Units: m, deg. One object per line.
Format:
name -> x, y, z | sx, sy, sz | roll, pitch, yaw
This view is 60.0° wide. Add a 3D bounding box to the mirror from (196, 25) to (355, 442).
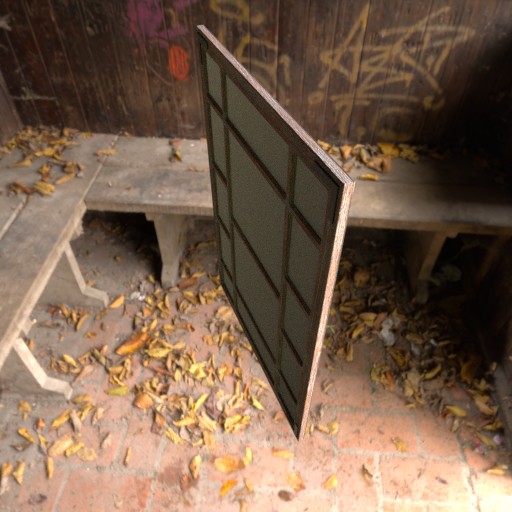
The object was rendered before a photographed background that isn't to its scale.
mirror -> 0.000, 0.000, 1.246 | 0.025, 0.996, 0.705 | -17, 49, -16
